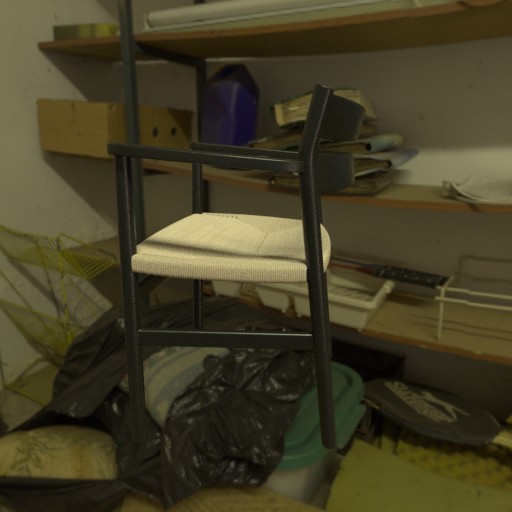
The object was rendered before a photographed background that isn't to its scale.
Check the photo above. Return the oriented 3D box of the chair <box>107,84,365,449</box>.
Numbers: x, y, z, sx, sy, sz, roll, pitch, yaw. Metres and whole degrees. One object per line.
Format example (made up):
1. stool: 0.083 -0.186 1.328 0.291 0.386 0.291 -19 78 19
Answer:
1. chair: 0.000 0.000 1.154 0.508 0.775 0.630 2 15 8
